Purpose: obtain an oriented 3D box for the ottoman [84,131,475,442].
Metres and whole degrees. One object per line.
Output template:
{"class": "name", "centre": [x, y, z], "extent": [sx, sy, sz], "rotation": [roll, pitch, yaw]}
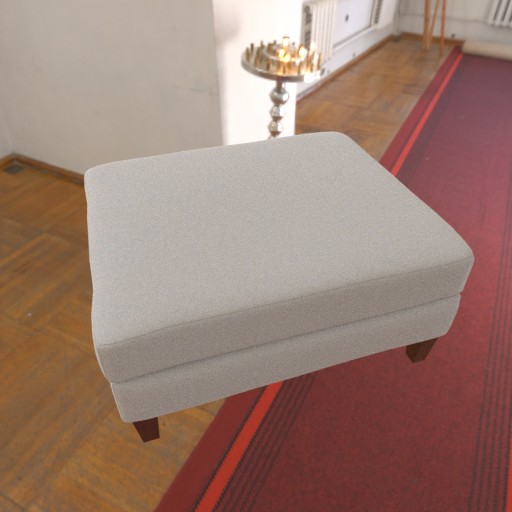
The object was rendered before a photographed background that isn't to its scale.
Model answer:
{"class": "ottoman", "centre": [0.000, 0.000, 1.441], "extent": [0.976, 0.492, 0.836], "rotation": [-12, 41, -14]}
